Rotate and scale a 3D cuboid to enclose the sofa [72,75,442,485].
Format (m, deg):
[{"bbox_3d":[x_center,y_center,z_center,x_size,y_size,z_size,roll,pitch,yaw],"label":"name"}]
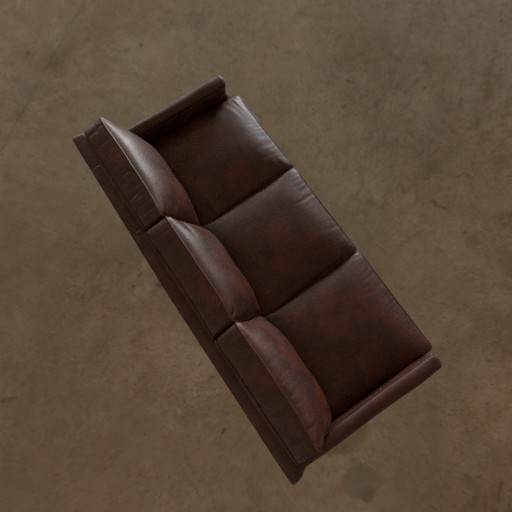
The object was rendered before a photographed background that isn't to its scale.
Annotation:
[{"bbox_3d":[0.000,0.000,2.678,1.084,1.003,2.240,-33,77,-9],"label":"sofa"}]
